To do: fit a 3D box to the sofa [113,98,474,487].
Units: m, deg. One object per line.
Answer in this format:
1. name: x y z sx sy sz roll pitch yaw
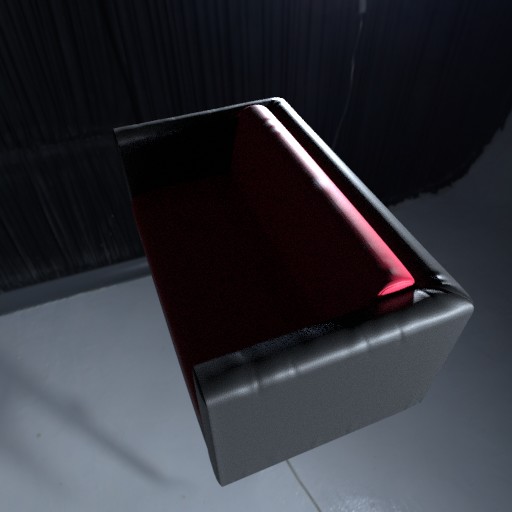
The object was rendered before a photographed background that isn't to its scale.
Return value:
1. sofa: 0.000 0.000 1.849 0.845 0.735 1.410 -16 48 -15
